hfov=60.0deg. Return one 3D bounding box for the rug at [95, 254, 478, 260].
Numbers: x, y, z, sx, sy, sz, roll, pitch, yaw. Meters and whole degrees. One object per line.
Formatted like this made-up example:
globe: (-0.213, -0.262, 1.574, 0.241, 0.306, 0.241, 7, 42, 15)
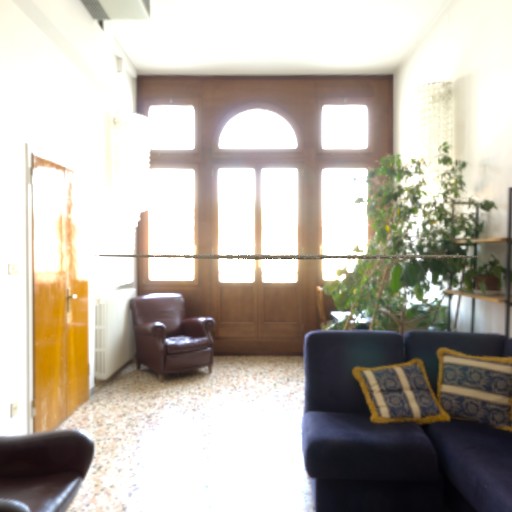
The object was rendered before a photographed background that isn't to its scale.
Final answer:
rug: (0.000, 0.000, 2.450, 1.243, 0.013, 1.872, 0, 0, -36)
